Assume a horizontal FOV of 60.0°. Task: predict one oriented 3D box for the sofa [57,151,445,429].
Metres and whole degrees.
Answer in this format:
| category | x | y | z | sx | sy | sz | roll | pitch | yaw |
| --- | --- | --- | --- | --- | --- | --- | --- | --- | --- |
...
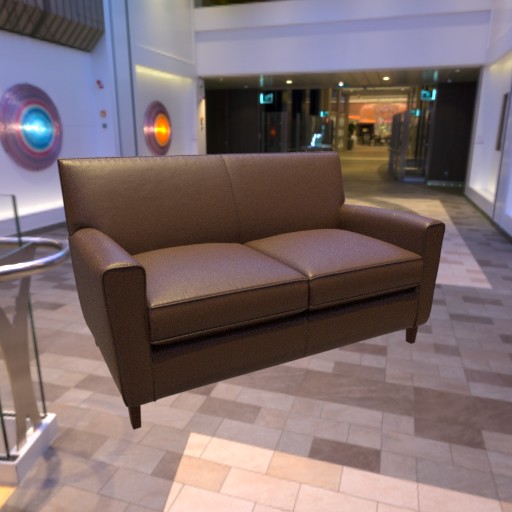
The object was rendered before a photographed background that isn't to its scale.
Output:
| category | x | y | z | sx | sy | sz | roll | pitch | yaw |
| --- | --- | --- | --- | --- | --- | --- | --- | --- | --- |
| sofa | 0.000 | 0.000 | 1.977 | 1.468 | 0.859 | 0.853 | -8 | 18 | -28 |
